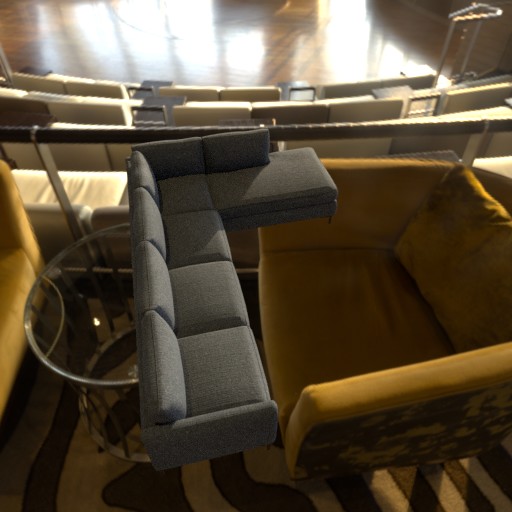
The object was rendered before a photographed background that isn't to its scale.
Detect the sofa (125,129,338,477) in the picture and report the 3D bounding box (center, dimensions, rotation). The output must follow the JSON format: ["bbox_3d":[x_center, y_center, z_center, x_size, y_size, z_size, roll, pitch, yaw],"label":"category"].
[{"bbox_3d":[0.000,0.000,3.748,2.007,0.815,2.949,-10,47,-9],"label":"sofa"}]
